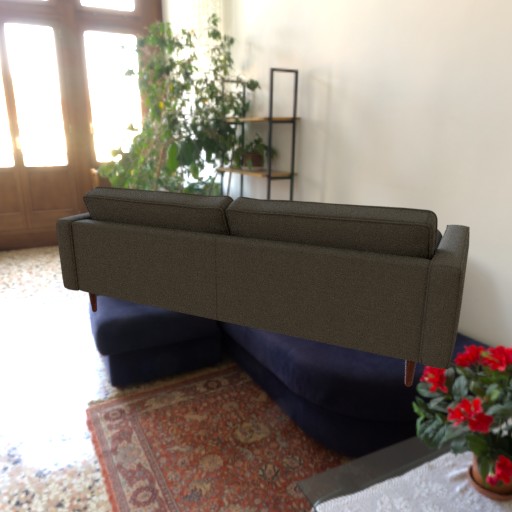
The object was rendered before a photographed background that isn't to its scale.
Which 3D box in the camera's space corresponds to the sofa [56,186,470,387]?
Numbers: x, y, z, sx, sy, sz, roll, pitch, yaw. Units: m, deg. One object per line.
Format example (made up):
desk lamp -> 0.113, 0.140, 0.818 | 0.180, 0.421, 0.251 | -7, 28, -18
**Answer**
sofa -> 0.000, 0.000, 2.565 | 2.198, 0.762, 0.914 | 8, 17, 25
